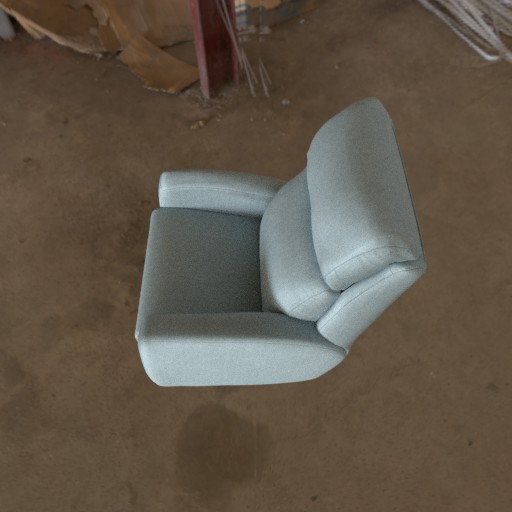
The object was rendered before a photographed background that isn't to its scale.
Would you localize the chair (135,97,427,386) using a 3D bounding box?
[{"bbox_3d":[0.000,0.000,1.685,0.940,1.016,0.794,-1,58,0],"label":"chair"}]
